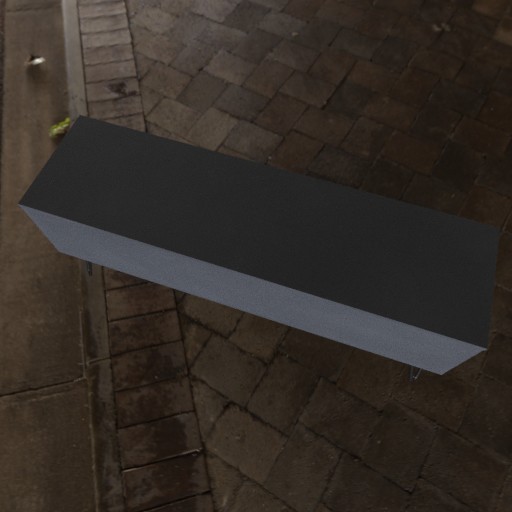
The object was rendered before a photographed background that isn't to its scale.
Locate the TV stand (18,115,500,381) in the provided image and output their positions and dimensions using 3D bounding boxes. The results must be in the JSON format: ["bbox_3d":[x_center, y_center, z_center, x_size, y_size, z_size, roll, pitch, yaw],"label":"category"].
[{"bbox_3d":[0.000,0.000,1.585,1.400,0.560,0.400,17,64,8],"label":"TV stand"}]
